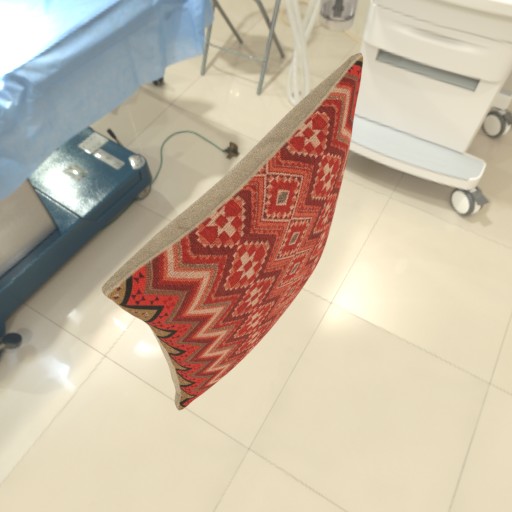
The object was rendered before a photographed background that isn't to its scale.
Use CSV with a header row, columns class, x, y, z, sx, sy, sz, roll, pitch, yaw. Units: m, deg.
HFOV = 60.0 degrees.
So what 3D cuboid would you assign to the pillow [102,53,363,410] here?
class,x,y,z,sx,sy,sz,roll,pitch,yaw
pillow,0.000,0.000,0.777,0.158,0.511,0.513,33,64,19
